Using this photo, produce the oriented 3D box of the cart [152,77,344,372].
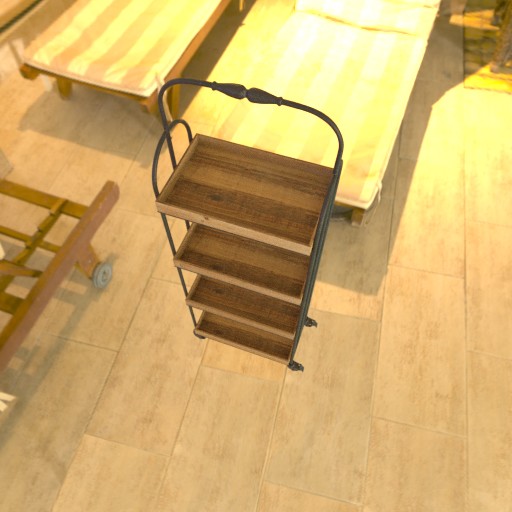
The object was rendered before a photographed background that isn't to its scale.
[{"bbox_3d":[0.000,0.000,1.667,0.581,1.481,0.308,17,60,10],"label":"cart"}]
